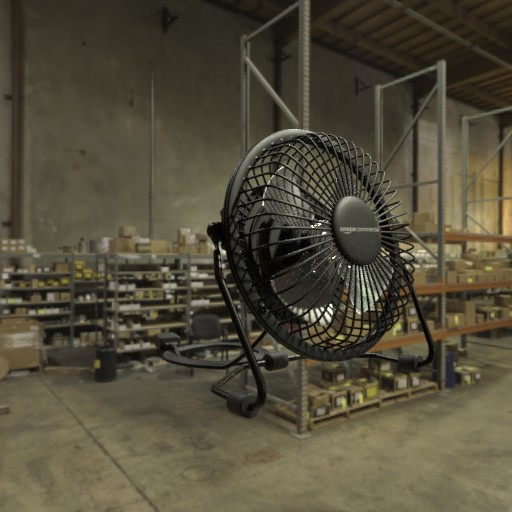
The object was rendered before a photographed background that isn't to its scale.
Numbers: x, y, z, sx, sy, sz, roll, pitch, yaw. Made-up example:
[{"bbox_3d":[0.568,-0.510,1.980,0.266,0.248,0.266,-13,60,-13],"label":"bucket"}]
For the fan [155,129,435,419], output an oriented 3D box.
[{"bbox_3d":[0.000,0.000,0.313,0.153,0.152,0.202,0,0,-37],"label":"fan"}]
